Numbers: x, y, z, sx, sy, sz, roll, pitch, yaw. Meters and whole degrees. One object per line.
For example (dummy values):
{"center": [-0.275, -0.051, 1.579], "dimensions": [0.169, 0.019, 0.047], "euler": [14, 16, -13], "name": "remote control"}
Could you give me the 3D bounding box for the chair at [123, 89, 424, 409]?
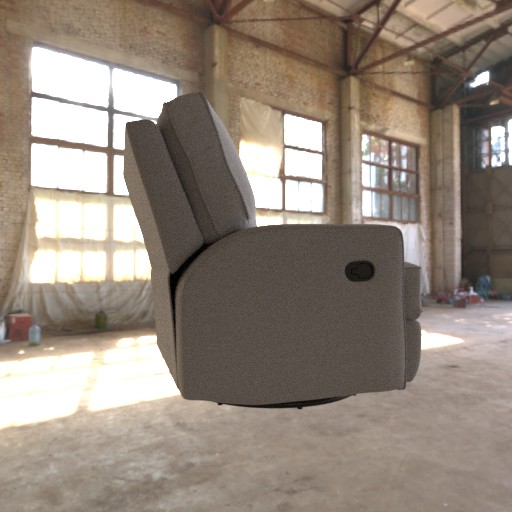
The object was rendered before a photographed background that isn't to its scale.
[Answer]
{"center": [0.000, 0.000, 1.689], "dimensions": [0.969, 0.964, 0.861], "euler": [0, -1, -17], "name": "chair"}
